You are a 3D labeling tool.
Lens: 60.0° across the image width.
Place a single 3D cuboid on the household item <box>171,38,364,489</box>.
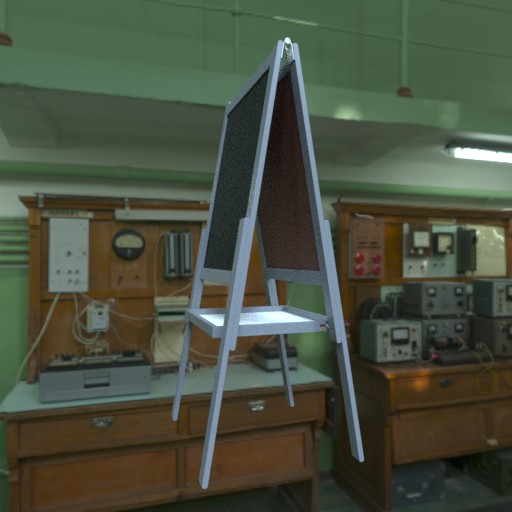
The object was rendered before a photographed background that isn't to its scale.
[{"bbox_3d":[0.000,0.000,1.439,0.469,1.172,0.531,0,0,-19],"label":"household item"}]
